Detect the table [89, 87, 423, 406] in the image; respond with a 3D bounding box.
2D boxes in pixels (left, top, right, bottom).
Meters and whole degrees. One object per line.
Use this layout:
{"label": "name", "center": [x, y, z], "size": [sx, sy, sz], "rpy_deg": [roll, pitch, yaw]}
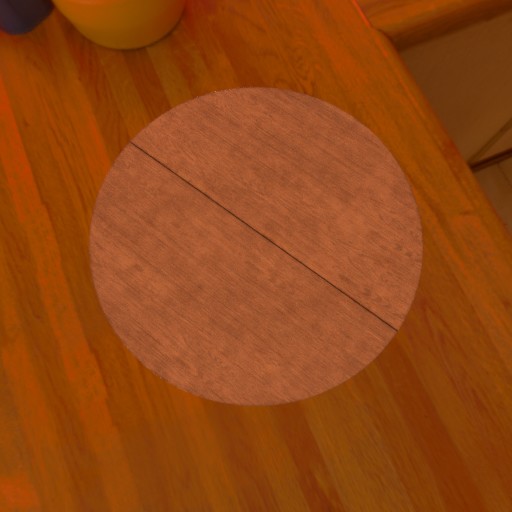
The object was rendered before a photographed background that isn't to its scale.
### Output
{"label": "table", "center": [0.000, 0.000, 2.188], "size": [1.363, 0.781, 1.363], "rpy_deg": [0, 75, 0]}
